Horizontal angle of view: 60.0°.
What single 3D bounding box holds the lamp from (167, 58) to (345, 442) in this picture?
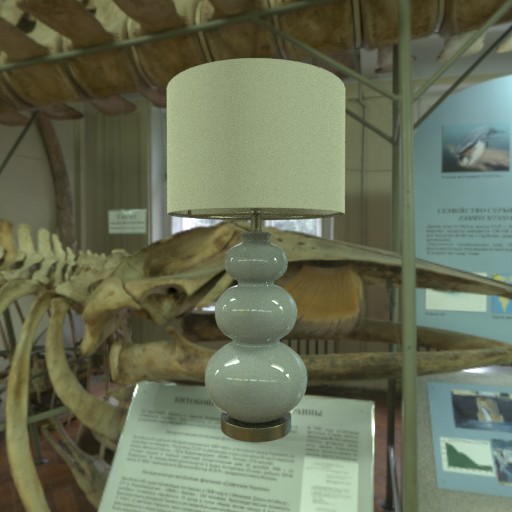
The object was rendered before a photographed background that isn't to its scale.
[{"bbox_3d":[0.000,0.000,0.937,0.367,0.730,0.367,0,1,-17],"label":"lamp"}]
